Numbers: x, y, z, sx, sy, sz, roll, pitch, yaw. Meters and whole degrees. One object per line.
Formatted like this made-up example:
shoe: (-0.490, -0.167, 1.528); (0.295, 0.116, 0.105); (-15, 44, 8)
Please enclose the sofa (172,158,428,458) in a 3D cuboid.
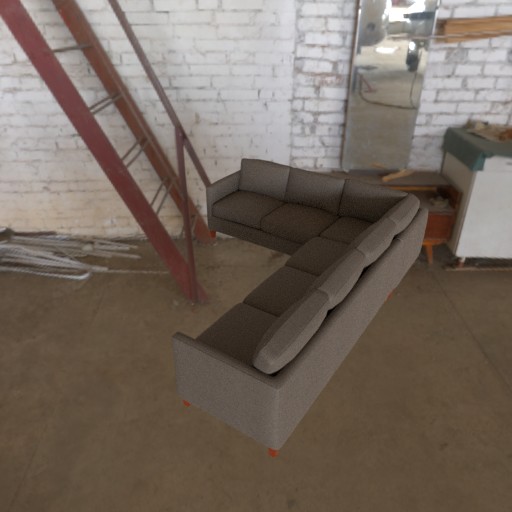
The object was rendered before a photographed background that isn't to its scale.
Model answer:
sofa: (0.000, 0.000, 4.605); (2.593, 0.947, 3.302); (19, 35, 29)
